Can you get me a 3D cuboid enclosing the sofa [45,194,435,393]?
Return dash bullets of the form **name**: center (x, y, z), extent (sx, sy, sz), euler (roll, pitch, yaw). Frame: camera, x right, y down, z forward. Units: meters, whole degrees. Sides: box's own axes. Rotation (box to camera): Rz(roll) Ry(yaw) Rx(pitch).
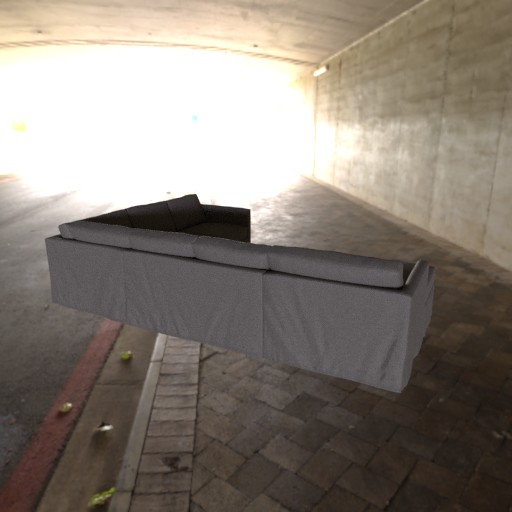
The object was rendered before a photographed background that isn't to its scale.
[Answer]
- **sofa**: center (0.000, 0.000, 4.678), extent (3.528, 0.878, 2.476), euler (8, 18, 26)
